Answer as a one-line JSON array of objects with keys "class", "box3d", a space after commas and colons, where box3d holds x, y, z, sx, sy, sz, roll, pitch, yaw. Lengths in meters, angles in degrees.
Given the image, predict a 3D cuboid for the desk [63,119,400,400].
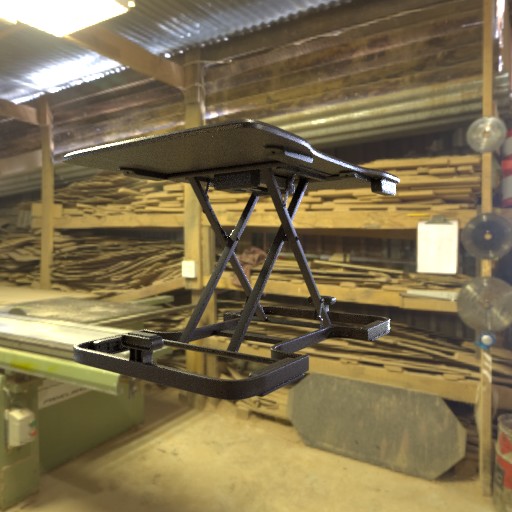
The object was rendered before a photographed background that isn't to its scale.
[{"class": "desk", "box3d": [0.000, 0.000, 1.189, 0.546, 0.470, 0.820, 1, 2, 35]}]
